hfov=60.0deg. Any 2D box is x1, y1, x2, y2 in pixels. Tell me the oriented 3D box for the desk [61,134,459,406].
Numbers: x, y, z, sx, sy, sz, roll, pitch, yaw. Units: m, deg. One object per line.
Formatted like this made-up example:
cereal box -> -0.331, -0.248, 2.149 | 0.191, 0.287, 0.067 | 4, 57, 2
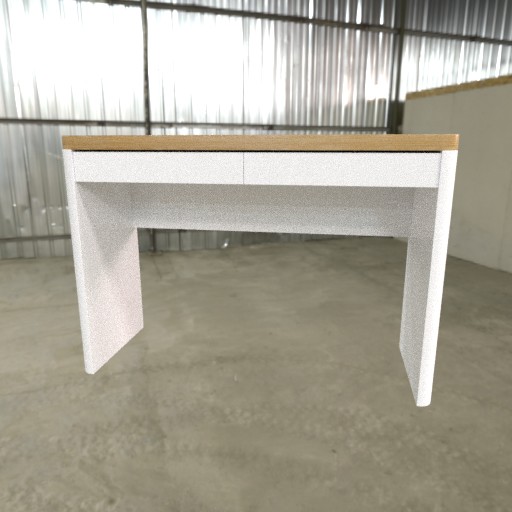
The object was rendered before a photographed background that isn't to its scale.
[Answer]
desk -> 0.000, 0.000, 1.454 | 1.100, 0.760, 0.390 | 3, 14, 10
